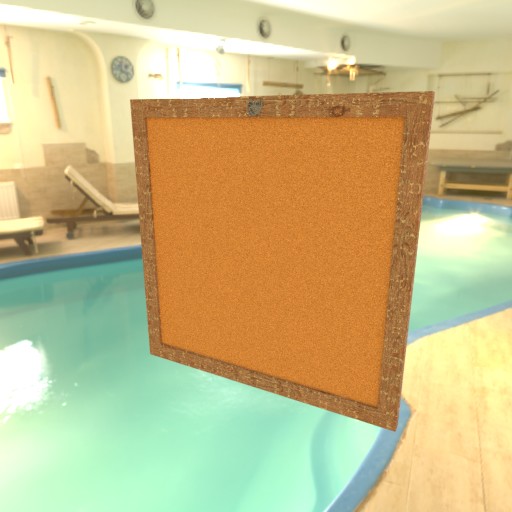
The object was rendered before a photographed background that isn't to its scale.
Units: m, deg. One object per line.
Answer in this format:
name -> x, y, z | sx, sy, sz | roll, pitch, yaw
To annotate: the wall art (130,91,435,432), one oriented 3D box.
wall art -> 0.000, 0.000, 0.560 | 0.380, 0.380, 0.022 | 9, 19, 27
